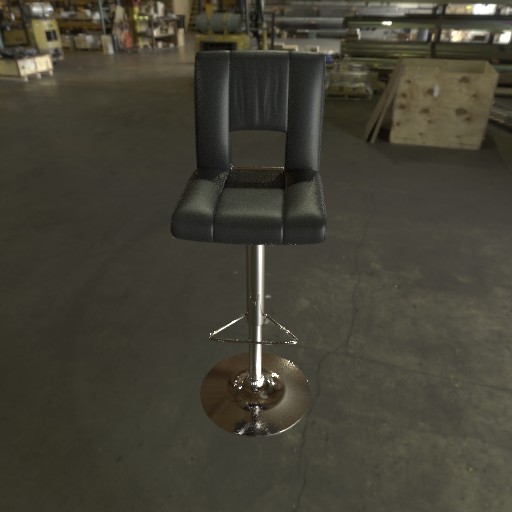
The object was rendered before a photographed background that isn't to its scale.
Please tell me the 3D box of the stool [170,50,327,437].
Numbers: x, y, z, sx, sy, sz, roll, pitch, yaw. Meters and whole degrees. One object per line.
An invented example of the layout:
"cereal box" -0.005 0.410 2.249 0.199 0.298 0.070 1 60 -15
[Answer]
"stool" 0.000 0.000 1.411 0.415 1.151 0.520 2 31 3
